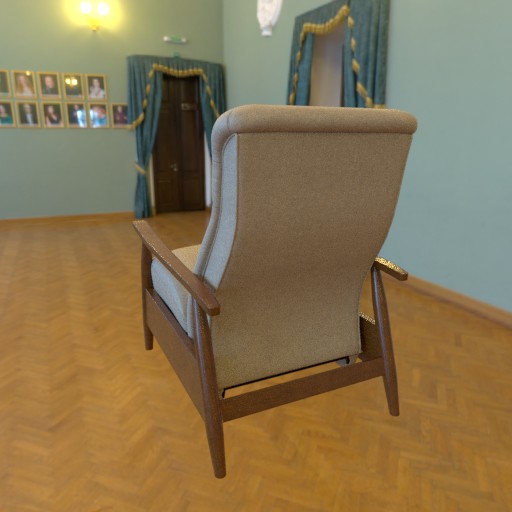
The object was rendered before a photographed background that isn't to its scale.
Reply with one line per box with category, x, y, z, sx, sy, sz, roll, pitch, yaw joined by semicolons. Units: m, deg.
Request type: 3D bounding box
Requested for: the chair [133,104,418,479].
chair;0.000;0.000;1.771;0.762;1.082;1.030;-7;17;-25
